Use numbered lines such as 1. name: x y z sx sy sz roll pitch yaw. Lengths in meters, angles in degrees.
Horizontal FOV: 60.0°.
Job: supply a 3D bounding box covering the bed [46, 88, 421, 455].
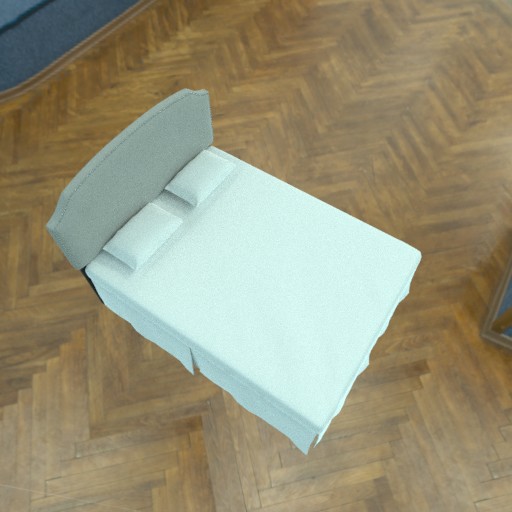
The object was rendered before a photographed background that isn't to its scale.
1. bed: 0.000 0.000 3.035 1.999 1.270 1.558 30 63 17
